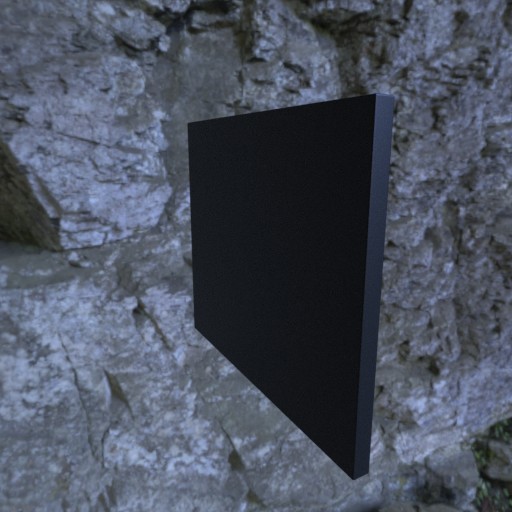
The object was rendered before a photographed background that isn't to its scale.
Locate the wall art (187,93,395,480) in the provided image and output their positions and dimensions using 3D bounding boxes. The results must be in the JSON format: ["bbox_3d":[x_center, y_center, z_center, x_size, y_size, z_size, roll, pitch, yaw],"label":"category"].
[{"bbox_3d":[0.000,0.000,0.743,0.031,0.457,0.558,-7,15,-27],"label":"wall art"}]
